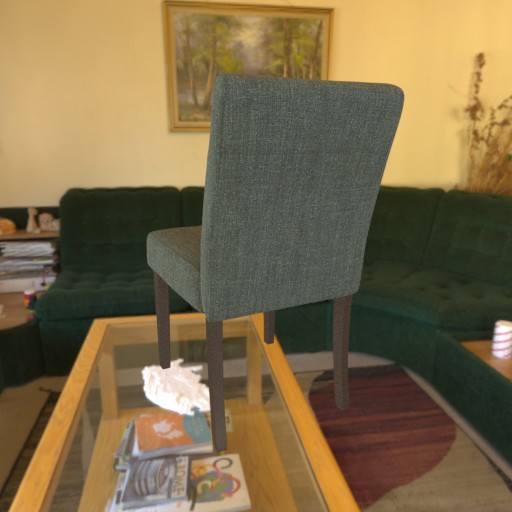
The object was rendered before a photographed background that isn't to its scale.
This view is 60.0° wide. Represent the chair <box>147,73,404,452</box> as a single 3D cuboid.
[{"bbox_3d":[0.000,0.000,1.252,0.487,0.884,0.629,-8,17,-26],"label":"chair"}]
